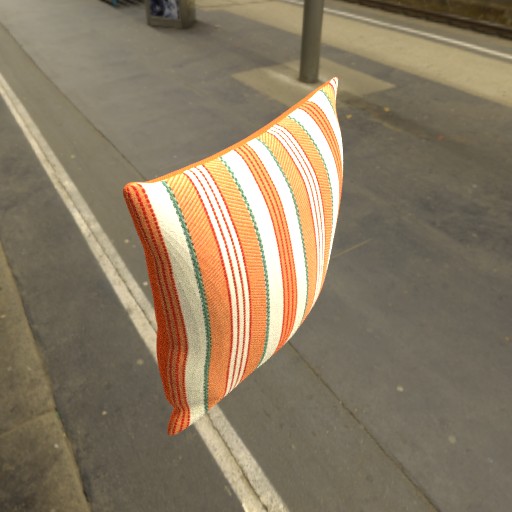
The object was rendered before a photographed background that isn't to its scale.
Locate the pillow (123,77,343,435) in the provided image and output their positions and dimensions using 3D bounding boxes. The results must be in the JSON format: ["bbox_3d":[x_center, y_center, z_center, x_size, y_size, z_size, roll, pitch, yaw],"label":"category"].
[{"bbox_3d":[0.000,0.000,0.683,0.182,0.441,0.440,24,45,27],"label":"pillow"}]
